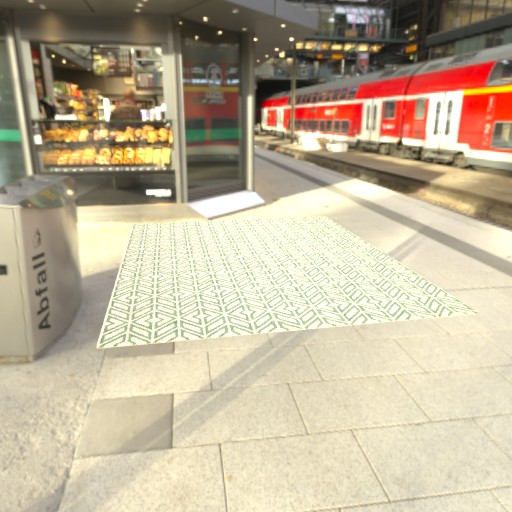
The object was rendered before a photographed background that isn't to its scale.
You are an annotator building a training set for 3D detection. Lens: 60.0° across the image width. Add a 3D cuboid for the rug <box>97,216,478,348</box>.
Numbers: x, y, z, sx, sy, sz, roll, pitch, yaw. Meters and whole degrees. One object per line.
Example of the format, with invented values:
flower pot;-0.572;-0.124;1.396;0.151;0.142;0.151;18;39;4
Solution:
rug;0.000;0.000;4.156;2.441;0.017;3.050;-3;18;-11
